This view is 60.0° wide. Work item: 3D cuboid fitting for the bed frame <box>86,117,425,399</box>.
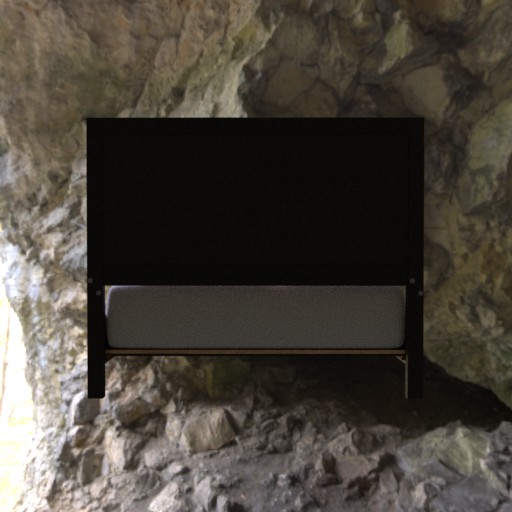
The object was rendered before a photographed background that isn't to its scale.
[{"bbox_3d":[0.000,0.000,3.363,1.696,1.417,2.276,0,1,0],"label":"bed frame"}]
